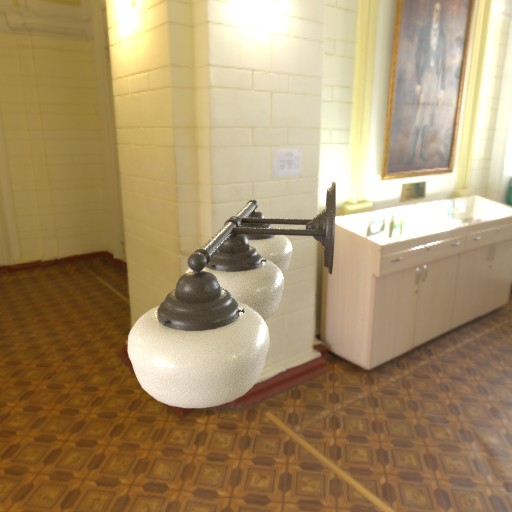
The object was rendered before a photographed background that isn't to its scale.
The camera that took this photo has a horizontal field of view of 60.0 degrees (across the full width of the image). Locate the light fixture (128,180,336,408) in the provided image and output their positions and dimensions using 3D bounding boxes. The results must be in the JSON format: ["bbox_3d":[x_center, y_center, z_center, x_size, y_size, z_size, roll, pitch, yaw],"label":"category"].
[{"bbox_3d":[0.000,0.000,0.707,0.239,0.242,0.587,2,16,8],"label":"light fixture"}]
